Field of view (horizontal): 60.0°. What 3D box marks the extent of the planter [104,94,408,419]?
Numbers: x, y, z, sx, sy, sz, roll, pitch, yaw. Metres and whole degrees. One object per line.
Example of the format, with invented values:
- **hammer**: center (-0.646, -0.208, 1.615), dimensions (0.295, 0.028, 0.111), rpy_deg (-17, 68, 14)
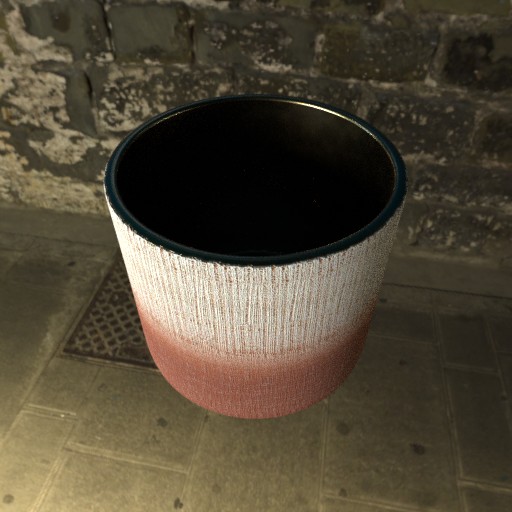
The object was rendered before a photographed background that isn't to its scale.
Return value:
- **planter**: center (0.000, 0.000, 0.393), dimensions (0.221, 0.201, 0.221), rpy_deg (0, 45, 0)
